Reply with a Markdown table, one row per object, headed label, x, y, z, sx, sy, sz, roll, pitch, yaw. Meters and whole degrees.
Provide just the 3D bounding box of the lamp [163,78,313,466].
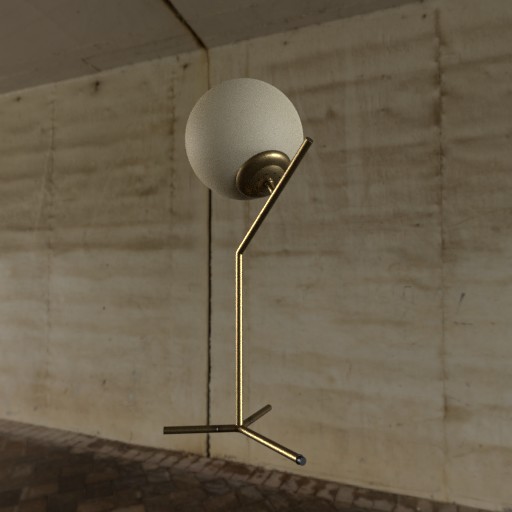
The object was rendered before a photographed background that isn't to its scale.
| label | x | y | z | sx | sy | sz | roll | pitch | yaw |
| --- | --- | --- | --- | --- | --- | --- | --- | --- | --- |
| lamp | 0.000 | 0.000 | 0.670 | 0.210 | 0.552 | 0.251 | 1 | -2 | -35 |
